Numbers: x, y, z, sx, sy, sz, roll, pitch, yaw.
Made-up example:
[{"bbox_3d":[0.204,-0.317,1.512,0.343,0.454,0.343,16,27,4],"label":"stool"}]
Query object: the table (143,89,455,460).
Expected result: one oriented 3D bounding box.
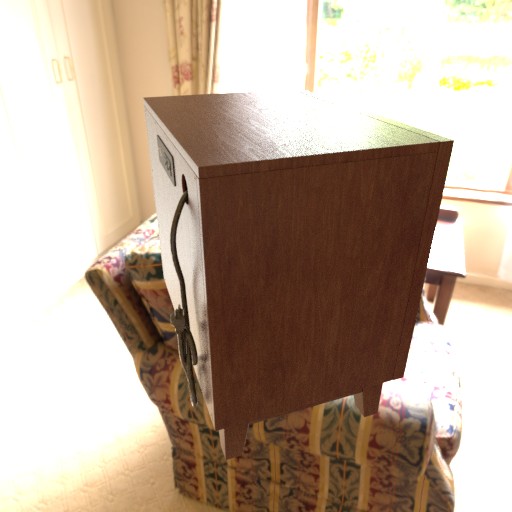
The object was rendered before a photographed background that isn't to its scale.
[{"bbox_3d":[0.000,0.000,0.989,0.449,0.609,0.557,-10,30,-17],"label":"table"}]
